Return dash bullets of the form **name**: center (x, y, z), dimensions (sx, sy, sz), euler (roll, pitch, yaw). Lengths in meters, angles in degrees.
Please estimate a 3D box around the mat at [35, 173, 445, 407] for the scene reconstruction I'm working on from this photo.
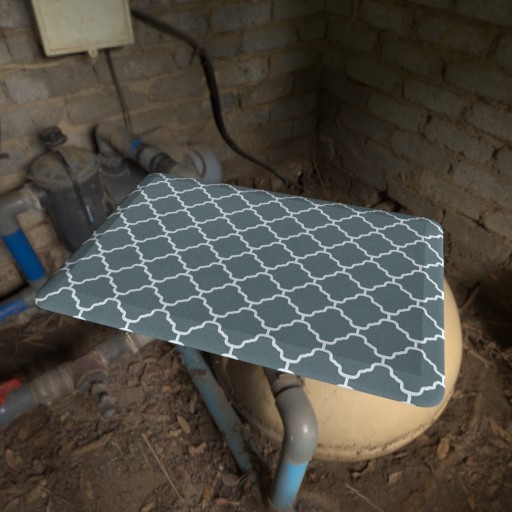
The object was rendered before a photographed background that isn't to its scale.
- **mat**: center (0.000, 0.000, 0.939), dimensions (0.762, 0.021, 0.508), euler (12, 43, 13)
